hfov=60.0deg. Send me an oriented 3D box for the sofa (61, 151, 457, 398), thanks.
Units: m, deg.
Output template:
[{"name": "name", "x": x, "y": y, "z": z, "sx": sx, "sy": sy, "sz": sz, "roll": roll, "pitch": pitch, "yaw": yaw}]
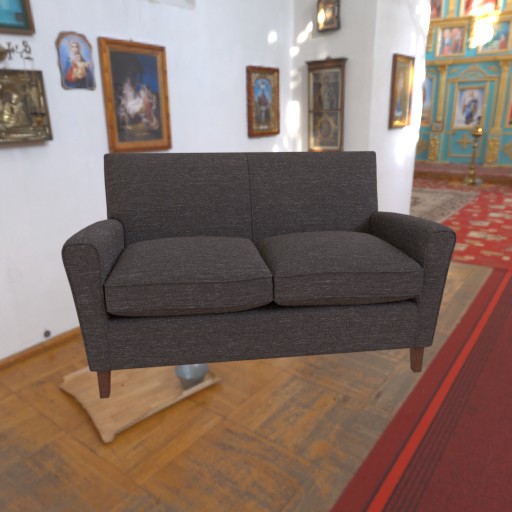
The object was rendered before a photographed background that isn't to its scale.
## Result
[{"name": "sofa", "x": 0.000, "y": 0.000, "z": 2.085, "sx": 1.509, "sy": 0.905, "sz": 0.867, "roll": -2, "pitch": 17, "yaw": -8}]
